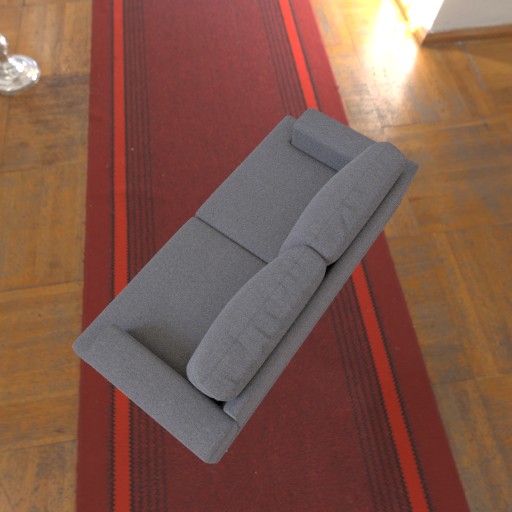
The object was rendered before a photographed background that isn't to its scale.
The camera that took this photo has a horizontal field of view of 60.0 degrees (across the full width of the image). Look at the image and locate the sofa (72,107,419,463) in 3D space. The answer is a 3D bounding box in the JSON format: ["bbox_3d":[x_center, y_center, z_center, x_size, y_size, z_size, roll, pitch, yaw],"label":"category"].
[{"bbox_3d":[0.000,0.000,2.076,0.785,0.810,1.650,34,69,15],"label":"sofa"}]
